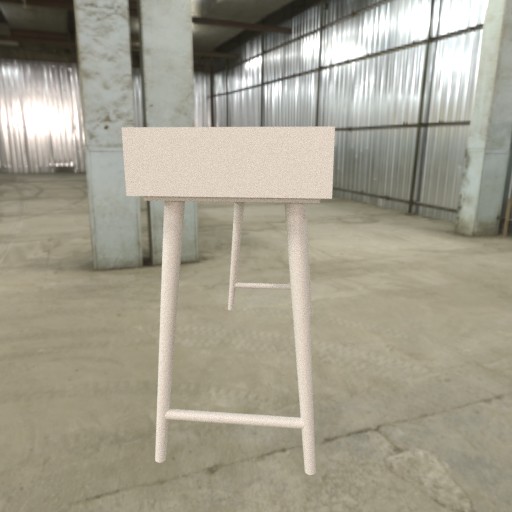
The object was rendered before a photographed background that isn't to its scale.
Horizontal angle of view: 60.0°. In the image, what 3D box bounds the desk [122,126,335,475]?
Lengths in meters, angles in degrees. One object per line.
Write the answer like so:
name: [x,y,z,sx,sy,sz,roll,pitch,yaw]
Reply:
desk: [0.000,0.000,1.423,0.409,0.761,1.069,2,14,6]
